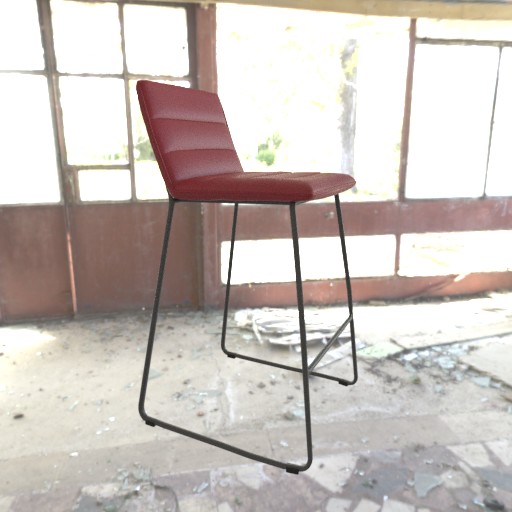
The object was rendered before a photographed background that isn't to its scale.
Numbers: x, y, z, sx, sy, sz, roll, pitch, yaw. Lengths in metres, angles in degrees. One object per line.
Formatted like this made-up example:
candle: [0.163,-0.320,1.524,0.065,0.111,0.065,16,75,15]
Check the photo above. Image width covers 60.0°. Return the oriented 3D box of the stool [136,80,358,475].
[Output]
stool: [0.000,0.000,1.265,0.524,0.937,0.489,7,16,26]
